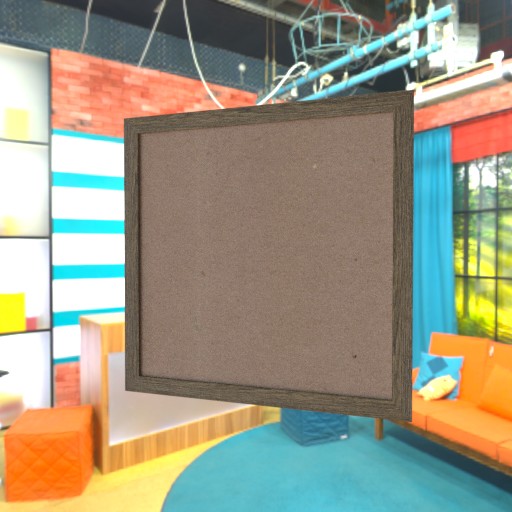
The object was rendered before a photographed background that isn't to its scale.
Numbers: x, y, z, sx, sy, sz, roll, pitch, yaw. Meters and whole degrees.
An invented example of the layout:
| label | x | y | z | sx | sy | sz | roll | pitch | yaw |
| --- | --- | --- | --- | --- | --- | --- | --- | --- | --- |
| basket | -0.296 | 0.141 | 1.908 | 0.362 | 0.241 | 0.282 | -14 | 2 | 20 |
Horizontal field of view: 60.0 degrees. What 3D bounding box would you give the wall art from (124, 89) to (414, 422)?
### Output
| label | x | y | z | sx | sy | sz | roll | pitch | yaw |
| --- | --- | --- | --- | --- | --- | --- | --- | --- | --- |
| wall art | 0.000 | 0.000 | 0.761 | 0.508 | 0.508 | 0.019 | 0 | 1 | 17 |
